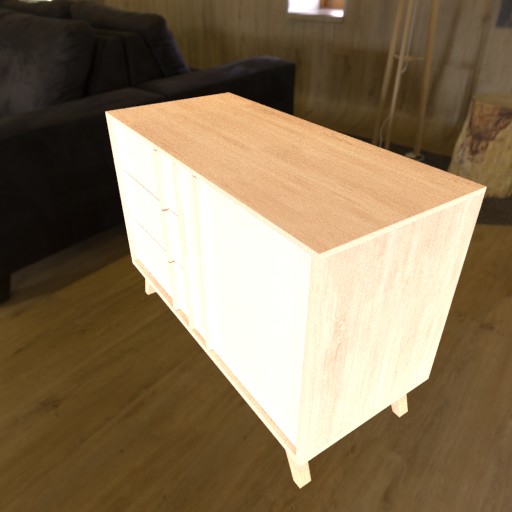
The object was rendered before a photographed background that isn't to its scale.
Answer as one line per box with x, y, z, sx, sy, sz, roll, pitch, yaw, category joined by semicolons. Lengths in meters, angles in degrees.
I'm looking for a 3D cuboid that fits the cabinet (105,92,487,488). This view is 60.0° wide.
0.000;0.000;1.476;0.500;0.780;1.110;-20;38;-28;cabinet
